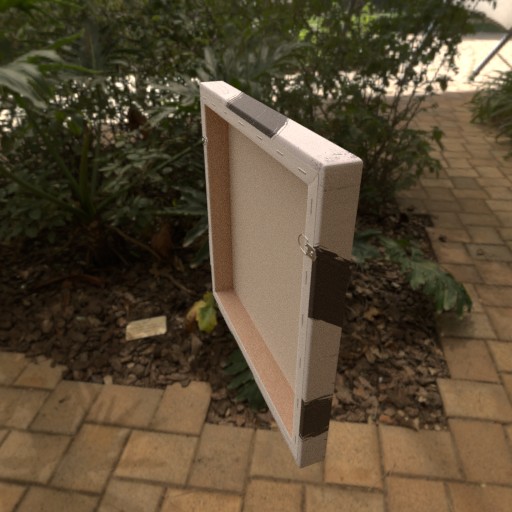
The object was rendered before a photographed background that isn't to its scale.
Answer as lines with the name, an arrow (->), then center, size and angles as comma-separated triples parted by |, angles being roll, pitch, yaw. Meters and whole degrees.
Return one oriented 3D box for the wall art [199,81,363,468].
wall art -> 0.000, 0.000, 0.789 | 0.050, 0.508, 0.507 | -11, 33, -18
